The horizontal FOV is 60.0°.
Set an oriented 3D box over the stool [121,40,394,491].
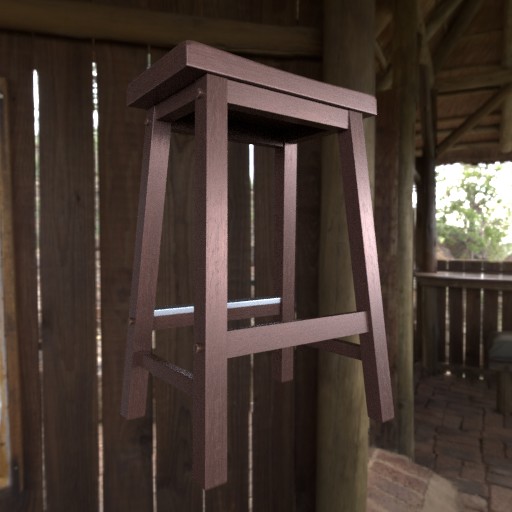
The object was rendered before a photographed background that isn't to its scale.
[{"bbox_3d":[0.000,0.000,0.827,0.406,0.610,0.322,-1,2,-36],"label":"stool"}]
